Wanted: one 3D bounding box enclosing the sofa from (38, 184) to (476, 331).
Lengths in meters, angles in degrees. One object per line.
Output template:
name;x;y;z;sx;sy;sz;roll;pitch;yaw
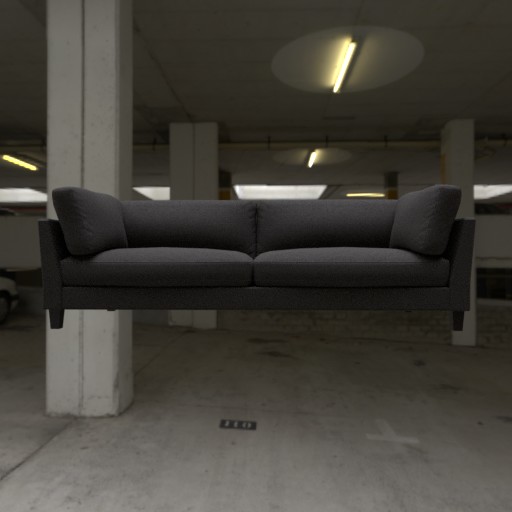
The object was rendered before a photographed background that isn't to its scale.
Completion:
sofa;0.000;0.000;2.767;2.312;0.792;0.969;0;-1;2
